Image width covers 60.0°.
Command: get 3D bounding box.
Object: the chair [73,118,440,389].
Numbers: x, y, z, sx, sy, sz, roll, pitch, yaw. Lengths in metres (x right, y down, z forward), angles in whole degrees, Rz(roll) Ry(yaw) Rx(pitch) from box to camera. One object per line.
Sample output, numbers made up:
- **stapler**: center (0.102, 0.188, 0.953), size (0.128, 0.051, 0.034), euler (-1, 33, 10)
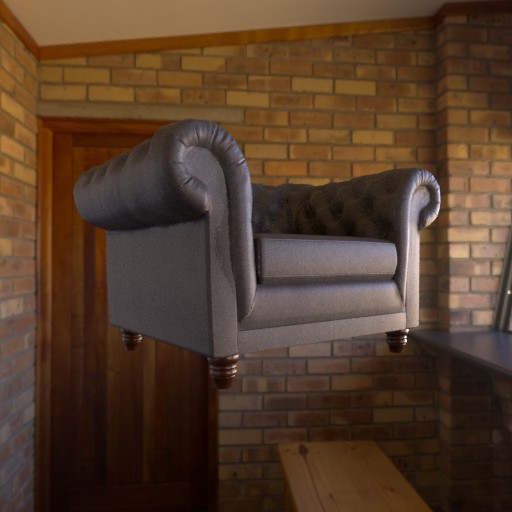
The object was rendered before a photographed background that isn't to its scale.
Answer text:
- **chair**: center (0.000, 0.000, 1.868), size (1.298, 0.780, 0.943), euler (1, -1, -37)
